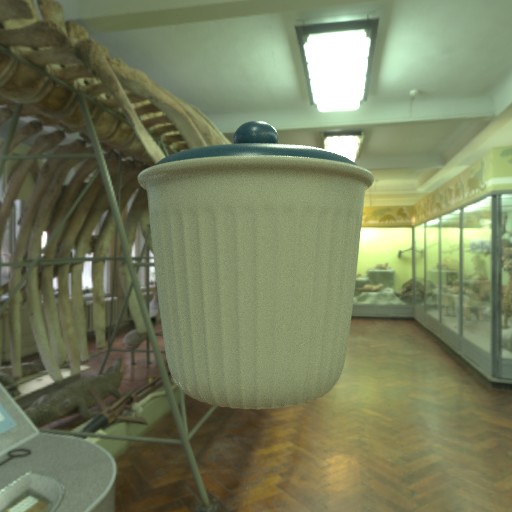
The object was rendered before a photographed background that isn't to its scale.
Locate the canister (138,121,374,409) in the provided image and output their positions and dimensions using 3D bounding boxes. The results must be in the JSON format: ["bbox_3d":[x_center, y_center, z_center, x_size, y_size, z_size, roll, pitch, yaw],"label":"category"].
[{"bbox_3d":[0.000,0.000,0.350,0.181,0.211,0.181,0,0,0],"label":"canister"}]
